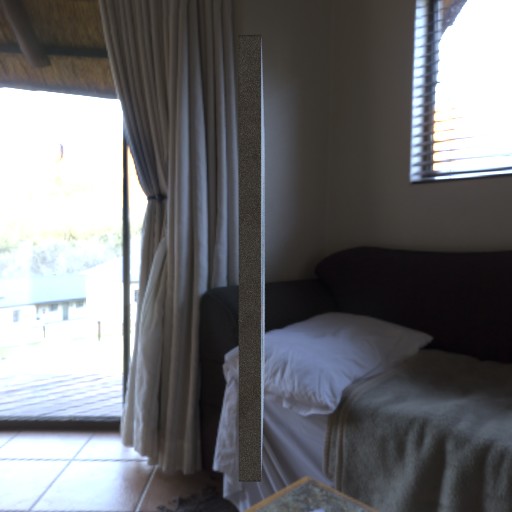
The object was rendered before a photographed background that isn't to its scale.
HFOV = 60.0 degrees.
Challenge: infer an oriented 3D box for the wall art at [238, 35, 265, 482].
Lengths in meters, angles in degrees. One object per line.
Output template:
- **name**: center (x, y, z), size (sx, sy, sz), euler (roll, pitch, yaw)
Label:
- **wall art**: center (0.000, 0.000, 1.131), size (0.038, 0.757, 0.760), euler (0, 1, 2)
